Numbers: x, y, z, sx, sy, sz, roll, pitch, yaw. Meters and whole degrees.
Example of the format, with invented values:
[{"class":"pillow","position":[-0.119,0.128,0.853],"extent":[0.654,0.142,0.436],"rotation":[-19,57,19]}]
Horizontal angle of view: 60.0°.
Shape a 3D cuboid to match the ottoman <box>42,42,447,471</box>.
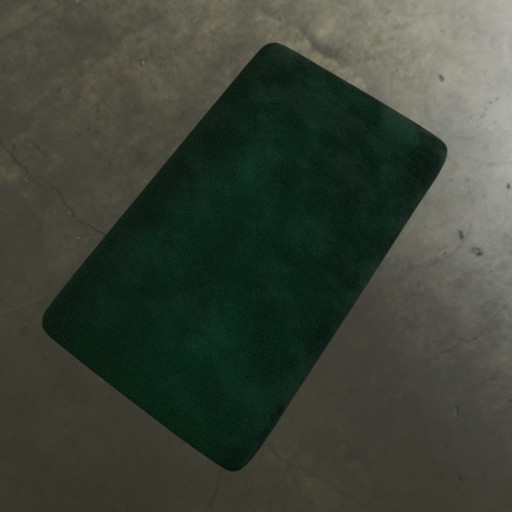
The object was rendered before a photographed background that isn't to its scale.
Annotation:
[{"class":"ottoman","position":[0.000,0.000,1.195],"extent":[0.536,0.533,0.886],"rotation":[34,78,8]}]
